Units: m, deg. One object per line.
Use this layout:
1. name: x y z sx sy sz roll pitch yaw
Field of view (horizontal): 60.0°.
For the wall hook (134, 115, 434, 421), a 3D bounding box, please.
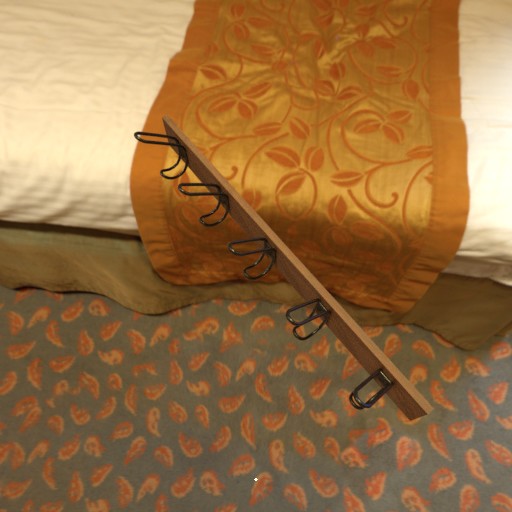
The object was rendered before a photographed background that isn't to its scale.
1. wall hook: 0.000 0.000 0.593 0.076 0.116 0.554 -34 68 -16
